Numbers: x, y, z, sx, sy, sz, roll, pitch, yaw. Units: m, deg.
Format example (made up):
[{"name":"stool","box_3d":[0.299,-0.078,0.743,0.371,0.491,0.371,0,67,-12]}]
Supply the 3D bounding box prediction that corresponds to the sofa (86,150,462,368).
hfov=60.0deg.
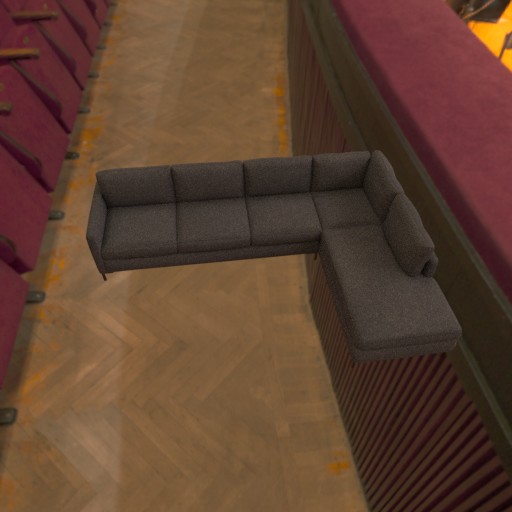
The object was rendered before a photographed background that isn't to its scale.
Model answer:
[{"name":"sofa","box_3d":[0.000,0.000,3.905,2.949,0.815,2.007,-5,47,-5]}]
